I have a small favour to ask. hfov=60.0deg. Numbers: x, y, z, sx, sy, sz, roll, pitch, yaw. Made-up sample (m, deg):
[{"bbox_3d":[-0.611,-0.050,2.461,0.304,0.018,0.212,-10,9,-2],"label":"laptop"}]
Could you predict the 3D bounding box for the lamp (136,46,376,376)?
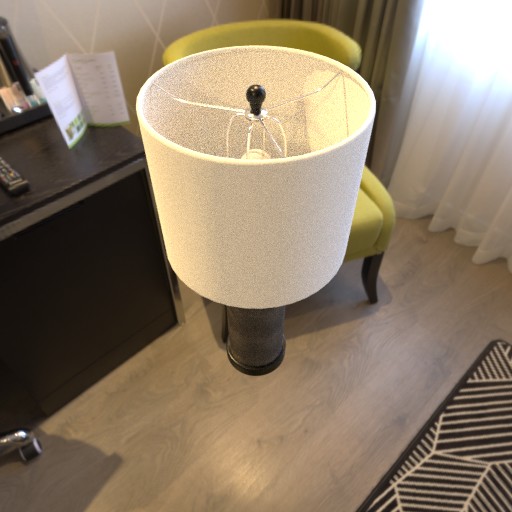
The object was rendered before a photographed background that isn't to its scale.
[{"bbox_3d":[0.000,0.000,0.795,0.305,0.634,0.305,11,48,10],"label":"lamp"}]
